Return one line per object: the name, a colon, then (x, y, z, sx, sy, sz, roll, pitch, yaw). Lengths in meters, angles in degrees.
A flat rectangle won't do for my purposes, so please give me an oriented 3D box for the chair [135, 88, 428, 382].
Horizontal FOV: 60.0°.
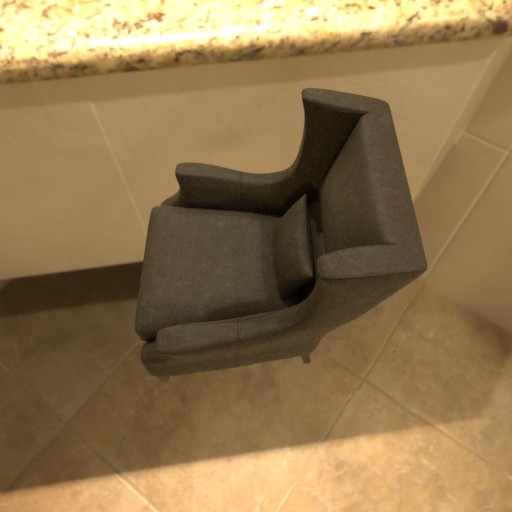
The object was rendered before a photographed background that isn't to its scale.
chair: (0.000, 0.000, 1.763, 0.926, 1.016, 0.853, 0, 59, 0)
